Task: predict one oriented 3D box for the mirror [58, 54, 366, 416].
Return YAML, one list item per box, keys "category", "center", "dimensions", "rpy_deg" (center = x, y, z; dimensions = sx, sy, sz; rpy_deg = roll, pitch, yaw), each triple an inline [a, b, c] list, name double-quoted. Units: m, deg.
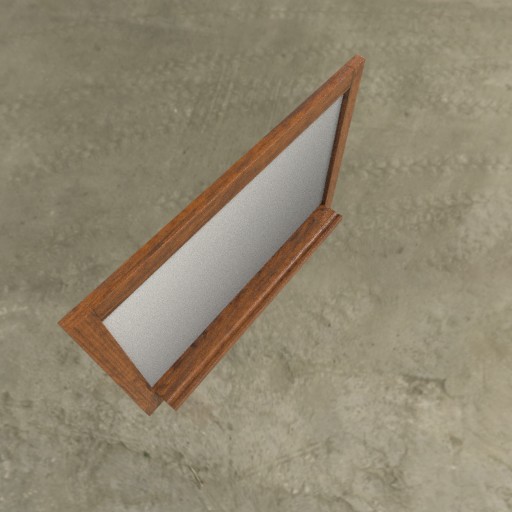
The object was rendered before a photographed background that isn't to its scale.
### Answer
- category: "mirror"
  center: [0.000, 0.000, 0.970]
  dimensions: [0.084, 0.537, 0.758]
  rpy_deg: [35, 65, 19]
